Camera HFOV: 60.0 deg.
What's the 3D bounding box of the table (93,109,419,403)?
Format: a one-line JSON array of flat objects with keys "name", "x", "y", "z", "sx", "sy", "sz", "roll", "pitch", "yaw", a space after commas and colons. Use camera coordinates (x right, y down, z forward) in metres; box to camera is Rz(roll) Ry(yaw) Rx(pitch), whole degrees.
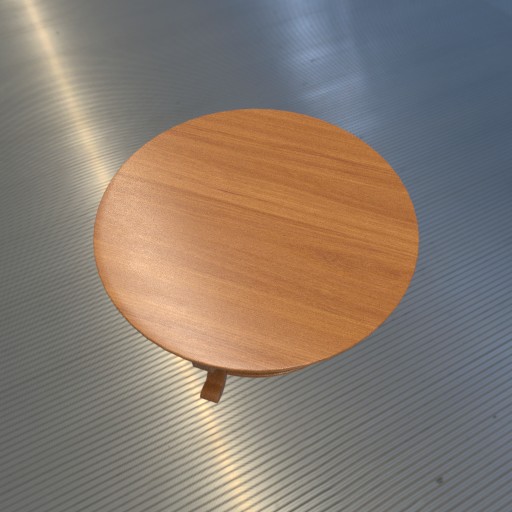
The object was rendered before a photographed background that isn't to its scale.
[{"name": "table", "x": 0.000, "y": 0.000, "z": 1.622, "sx": 1.029, "sy": 0.490, "sz": 1.029, "roll": 0, "pitch": 57, "yaw": 0}]
